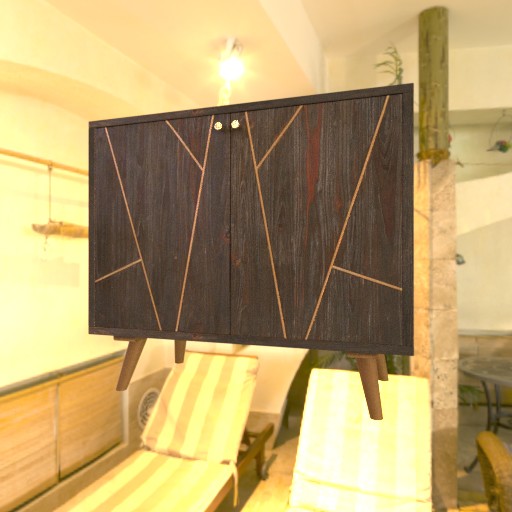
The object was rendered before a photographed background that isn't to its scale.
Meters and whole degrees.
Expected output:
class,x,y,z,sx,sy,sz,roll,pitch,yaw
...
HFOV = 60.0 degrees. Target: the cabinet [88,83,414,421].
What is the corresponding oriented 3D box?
class,x,y,z,sx,sy,sz,roll,pitch,yaw
cabinet,0.000,0.000,1.533,1.023,0.897,0.529,0,0,19
